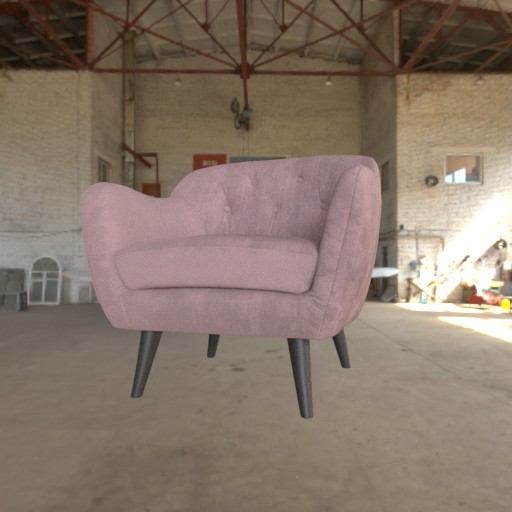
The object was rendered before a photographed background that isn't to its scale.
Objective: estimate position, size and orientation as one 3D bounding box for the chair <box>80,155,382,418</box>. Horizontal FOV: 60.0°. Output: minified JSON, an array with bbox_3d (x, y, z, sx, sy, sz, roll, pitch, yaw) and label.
[{"bbox_3d":[0.000,0.000,1.518,0.840,0.820,0.820,0,-1,19],"label":"chair"}]
